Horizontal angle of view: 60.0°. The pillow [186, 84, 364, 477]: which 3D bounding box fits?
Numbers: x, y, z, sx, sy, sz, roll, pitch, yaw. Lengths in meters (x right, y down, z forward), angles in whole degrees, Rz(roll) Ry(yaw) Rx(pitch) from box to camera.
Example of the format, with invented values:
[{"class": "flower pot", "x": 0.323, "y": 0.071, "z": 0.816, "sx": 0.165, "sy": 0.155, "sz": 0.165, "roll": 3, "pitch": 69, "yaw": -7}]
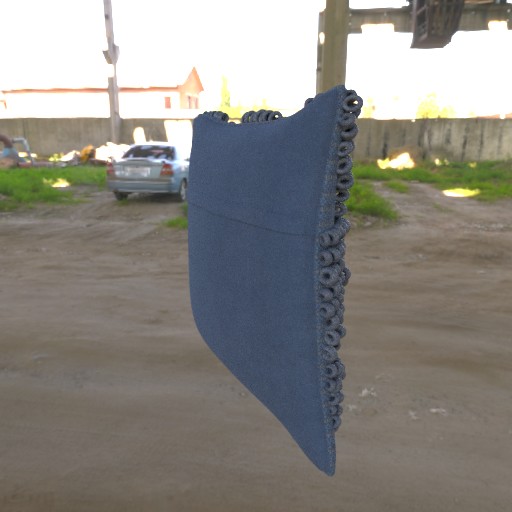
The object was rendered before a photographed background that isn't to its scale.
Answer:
[{"class": "pillow", "x": 0.000, "y": 0.000, "z": 0.705, "sx": 0.172, "sy": 0.466, "sz": 0.469, "roll": -7, "pitch": 16, "yaw": -26}]
